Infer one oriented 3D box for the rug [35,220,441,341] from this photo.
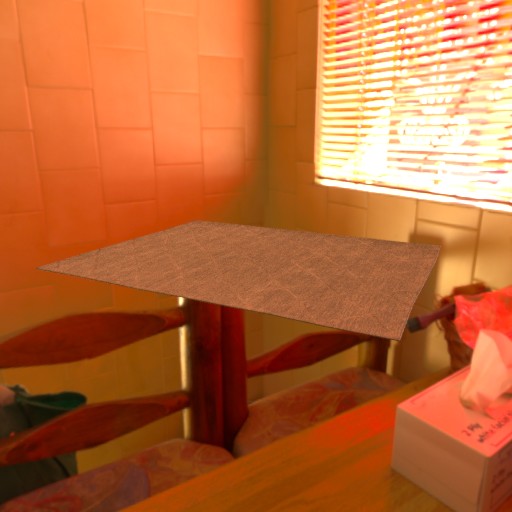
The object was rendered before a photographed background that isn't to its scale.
[{"bbox_3d":[0.000,0.000,4.171,3.048,0.013,2.438,8,17,26],"label":"rug"}]
